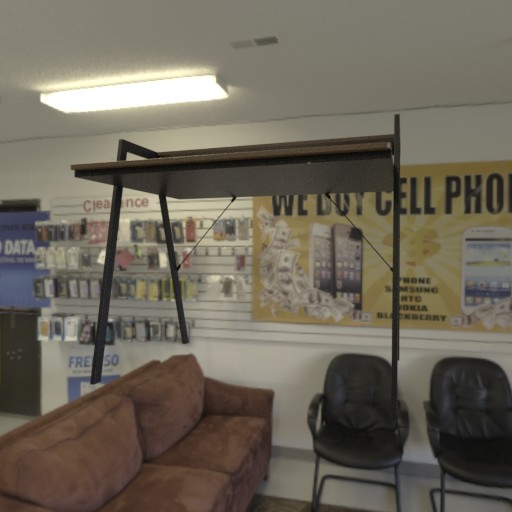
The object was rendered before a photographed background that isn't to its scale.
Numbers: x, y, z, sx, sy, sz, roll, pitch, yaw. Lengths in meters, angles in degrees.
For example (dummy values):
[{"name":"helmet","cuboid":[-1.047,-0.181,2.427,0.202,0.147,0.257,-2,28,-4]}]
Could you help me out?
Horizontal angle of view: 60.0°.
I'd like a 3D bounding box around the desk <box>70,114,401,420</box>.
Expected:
[{"name":"desk","cuboid":[0.000,0.000,1.860,1.143,0.998,0.936,0,1,18]}]
